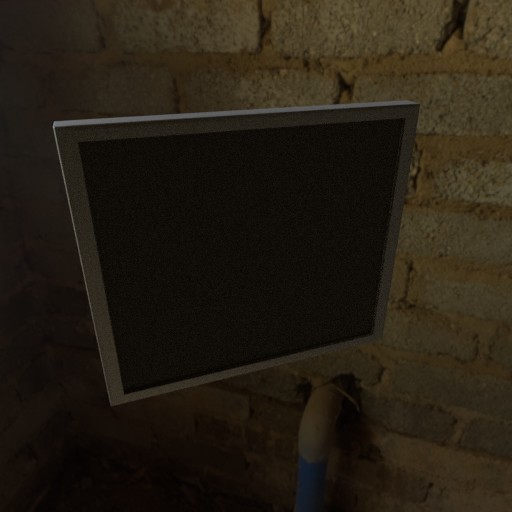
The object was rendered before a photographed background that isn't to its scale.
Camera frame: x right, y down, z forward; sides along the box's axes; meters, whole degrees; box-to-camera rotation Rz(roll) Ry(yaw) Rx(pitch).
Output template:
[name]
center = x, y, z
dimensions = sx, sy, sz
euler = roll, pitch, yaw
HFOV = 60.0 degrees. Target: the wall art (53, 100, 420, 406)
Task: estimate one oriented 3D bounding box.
[wall art]
center = 0.000, 0.000, 0.525
dimensions = 0.380, 0.330, 0.028
euler = -9, 29, -17
